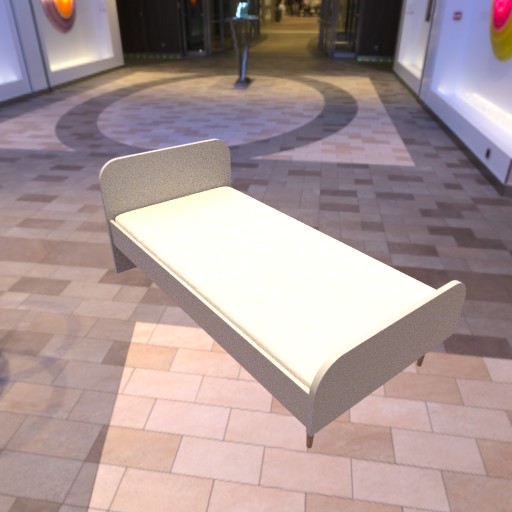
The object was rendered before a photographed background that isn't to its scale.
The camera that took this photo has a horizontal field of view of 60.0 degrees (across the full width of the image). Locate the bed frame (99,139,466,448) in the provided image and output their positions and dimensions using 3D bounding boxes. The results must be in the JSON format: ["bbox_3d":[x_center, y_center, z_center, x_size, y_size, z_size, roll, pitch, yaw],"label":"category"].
[{"bbox_3d":[0.000,0.000,2.537,0.998,0.805,1.963,-21,36,-32],"label":"bed frame"}]
